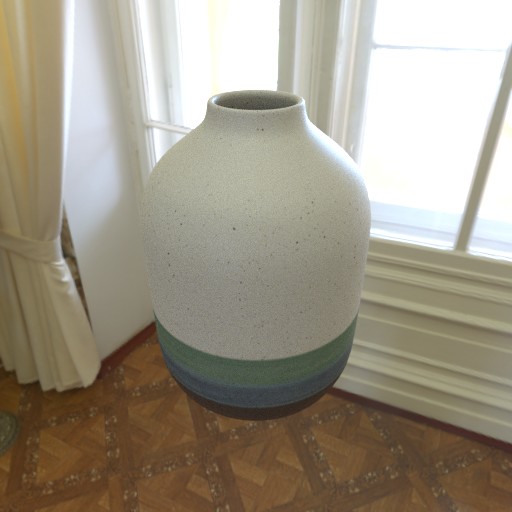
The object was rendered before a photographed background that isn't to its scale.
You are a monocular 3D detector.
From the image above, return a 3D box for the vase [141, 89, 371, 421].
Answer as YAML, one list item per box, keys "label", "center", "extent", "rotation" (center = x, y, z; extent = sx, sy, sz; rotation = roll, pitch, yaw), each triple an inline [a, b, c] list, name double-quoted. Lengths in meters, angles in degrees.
- label: "vase"
  center: [0.000, 0.000, 0.352]
  extent: [0.169, 0.240, 0.169]
  rotation: [0, 32, 0]
